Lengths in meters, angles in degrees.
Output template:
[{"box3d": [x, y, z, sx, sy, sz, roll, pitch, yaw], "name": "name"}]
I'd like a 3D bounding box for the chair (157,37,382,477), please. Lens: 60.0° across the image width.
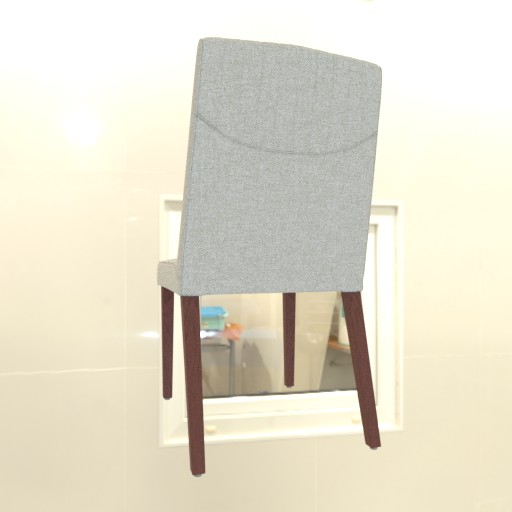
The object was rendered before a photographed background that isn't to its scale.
[{"box3d": [0.000, 0.000, 1.211, 0.480, 0.900, 0.594, 0, 0, -18], "name": "chair"}]
